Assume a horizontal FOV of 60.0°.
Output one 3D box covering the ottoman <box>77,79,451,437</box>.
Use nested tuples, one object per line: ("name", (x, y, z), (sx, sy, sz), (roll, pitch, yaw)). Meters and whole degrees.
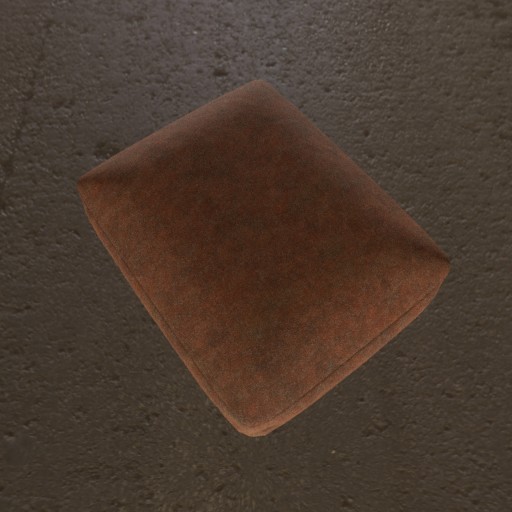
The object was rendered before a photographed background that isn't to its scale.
("ottoman", (0.000, 0.000, 1.213), (0.635, 0.508, 0.787), (-34, 69, -15))
